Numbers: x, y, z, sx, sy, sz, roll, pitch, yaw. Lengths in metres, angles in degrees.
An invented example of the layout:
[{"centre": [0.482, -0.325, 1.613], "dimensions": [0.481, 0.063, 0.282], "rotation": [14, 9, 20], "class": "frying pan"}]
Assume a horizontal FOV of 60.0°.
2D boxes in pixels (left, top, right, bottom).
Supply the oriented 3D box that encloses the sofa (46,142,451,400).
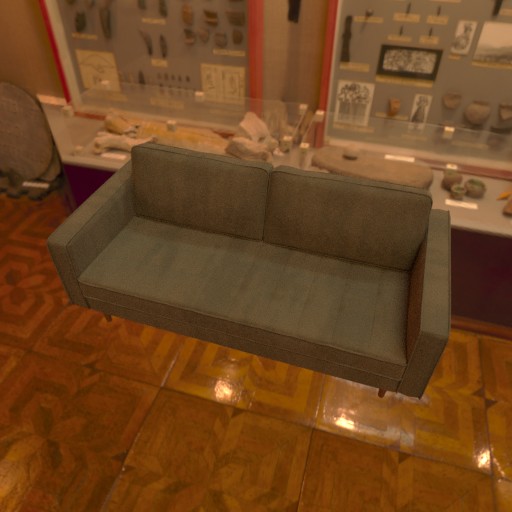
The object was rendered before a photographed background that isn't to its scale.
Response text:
[{"centre": [0.000, 0.000, 2.401], "dimensions": [1.920, 0.825, 0.924], "rotation": [12, 43, 13], "class": "sofa"}]
